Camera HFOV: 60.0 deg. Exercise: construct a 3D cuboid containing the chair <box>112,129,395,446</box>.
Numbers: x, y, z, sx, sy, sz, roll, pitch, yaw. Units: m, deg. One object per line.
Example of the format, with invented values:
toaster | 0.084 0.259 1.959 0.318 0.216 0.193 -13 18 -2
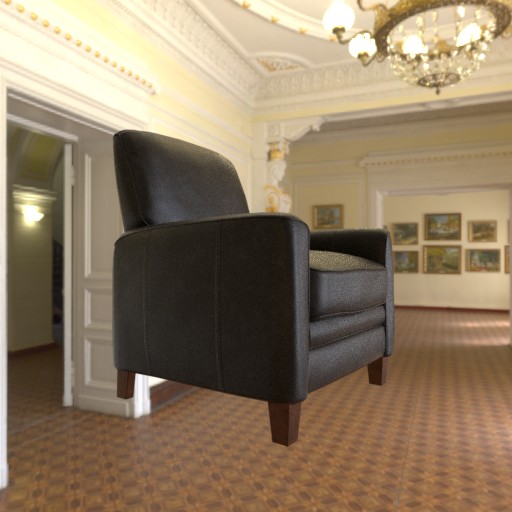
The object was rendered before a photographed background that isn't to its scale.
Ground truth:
chair | 0.000 0.000 1.689 0.864 1.014 0.848 0 -1 36
